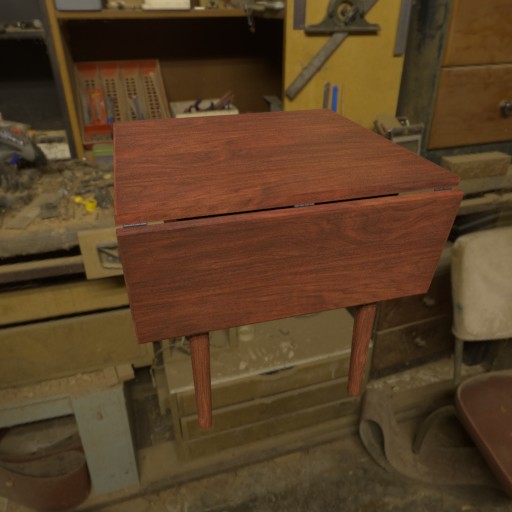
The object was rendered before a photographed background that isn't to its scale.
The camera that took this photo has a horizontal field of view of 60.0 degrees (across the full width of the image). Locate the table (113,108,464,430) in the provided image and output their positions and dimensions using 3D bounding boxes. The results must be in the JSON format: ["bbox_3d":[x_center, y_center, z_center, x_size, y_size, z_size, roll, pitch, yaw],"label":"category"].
[{"bbox_3d":[0.000,0.000,1.499,0.812,0.763,0.843,-8,31,-13],"label":"table"}]
